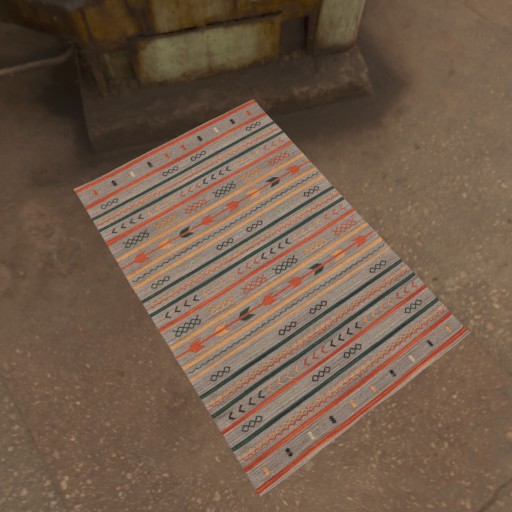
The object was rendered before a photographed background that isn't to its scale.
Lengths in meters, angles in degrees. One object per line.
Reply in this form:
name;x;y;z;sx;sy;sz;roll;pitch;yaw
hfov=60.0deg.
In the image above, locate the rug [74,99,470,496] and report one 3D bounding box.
rug;0.000;0.000;2.294;1.220;0.017;1.835;-32;68;-15
